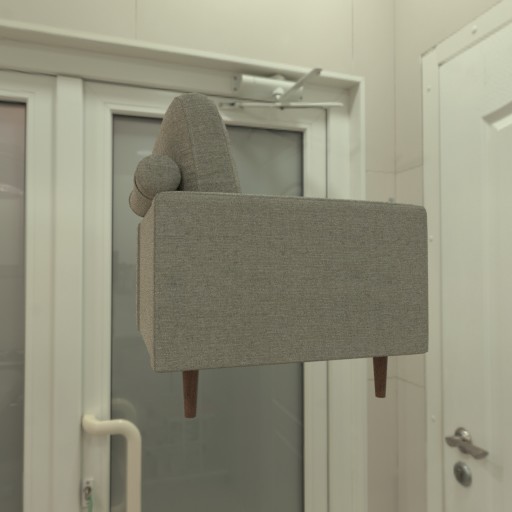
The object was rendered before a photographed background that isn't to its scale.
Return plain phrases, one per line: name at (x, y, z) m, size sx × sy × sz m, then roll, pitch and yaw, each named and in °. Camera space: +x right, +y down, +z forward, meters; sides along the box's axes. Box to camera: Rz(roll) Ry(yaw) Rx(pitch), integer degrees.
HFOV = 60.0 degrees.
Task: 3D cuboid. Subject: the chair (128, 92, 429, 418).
chair at (0.000, 0.000, 1.543) m, size 0.843 × 0.880 × 0.821 m, roll 0°, pitch -1°, yaw -18°
